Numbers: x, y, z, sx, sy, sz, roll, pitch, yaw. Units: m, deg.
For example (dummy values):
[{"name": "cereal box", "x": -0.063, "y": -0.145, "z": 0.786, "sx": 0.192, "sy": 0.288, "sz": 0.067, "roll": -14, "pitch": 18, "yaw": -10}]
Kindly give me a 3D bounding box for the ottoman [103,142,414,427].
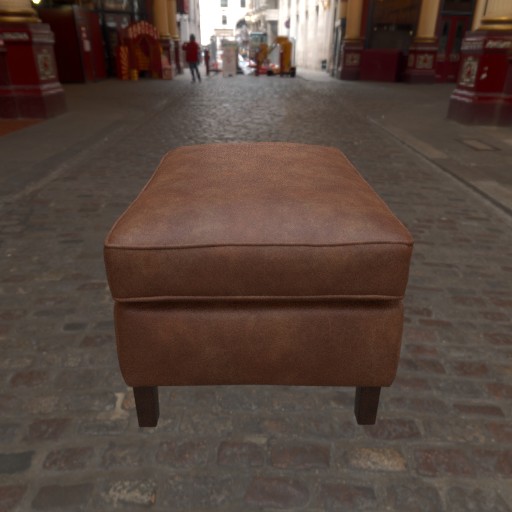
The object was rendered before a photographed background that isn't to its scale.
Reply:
[{"name": "ottoman", "x": 0.000, "y": 0.000, "z": 1.002, "sx": 0.501, "sy": 0.418, "sz": 0.665, "roll": 0, "pitch": 26, "yaw": -1}]
